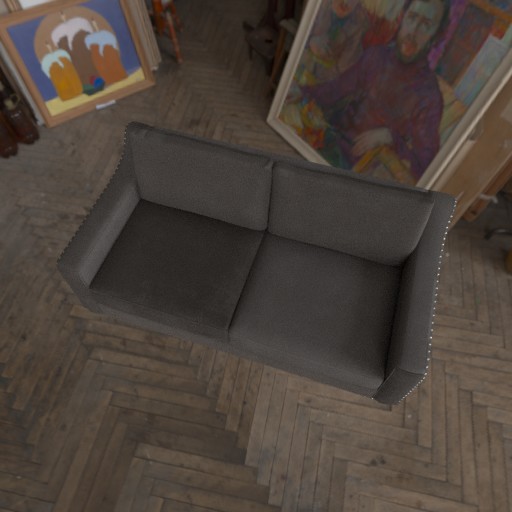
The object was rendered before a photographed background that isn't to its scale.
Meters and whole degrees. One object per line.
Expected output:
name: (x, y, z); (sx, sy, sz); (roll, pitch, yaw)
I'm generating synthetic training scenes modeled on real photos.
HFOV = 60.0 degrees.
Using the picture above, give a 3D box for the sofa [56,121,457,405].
sofa: (0.000, 0.000, 3.317); (2.550, 1.196, 1.336); (15, 59, 9)
